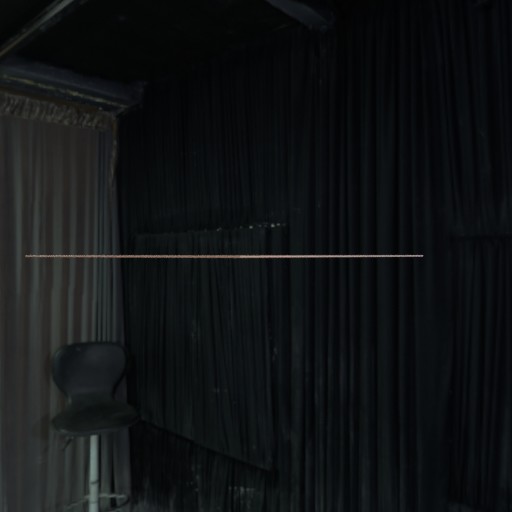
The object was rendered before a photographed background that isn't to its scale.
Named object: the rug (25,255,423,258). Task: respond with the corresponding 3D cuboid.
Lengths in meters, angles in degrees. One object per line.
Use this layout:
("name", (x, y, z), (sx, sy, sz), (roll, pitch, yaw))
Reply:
("rug", (0.000, 0.000, 2.352), (1.219, 0.008, 1.829), (0, 0, 36))
